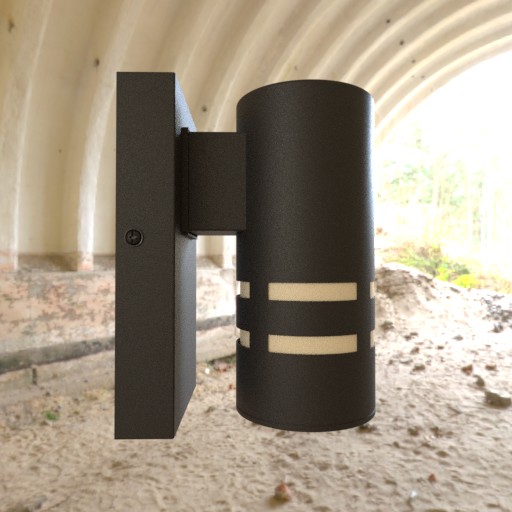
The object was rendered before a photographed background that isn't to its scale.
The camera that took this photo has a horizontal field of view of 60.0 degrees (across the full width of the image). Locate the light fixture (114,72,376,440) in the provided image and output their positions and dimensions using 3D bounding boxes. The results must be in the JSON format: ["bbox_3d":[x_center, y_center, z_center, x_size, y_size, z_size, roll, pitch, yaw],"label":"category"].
[{"bbox_3d":[0.000,0.000,0.262,0.138,0.179,0.098,0,-1,-1],"label":"light fixture"}]
